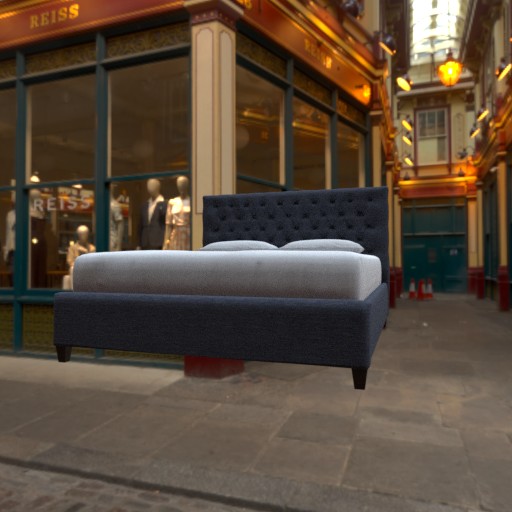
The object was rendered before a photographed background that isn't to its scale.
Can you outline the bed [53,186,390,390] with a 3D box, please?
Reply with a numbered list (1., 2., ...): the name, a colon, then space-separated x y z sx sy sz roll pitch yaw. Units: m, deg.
1. bed: 0.000 0.000 3.734 2.078 1.427 2.387 0 -1 19
